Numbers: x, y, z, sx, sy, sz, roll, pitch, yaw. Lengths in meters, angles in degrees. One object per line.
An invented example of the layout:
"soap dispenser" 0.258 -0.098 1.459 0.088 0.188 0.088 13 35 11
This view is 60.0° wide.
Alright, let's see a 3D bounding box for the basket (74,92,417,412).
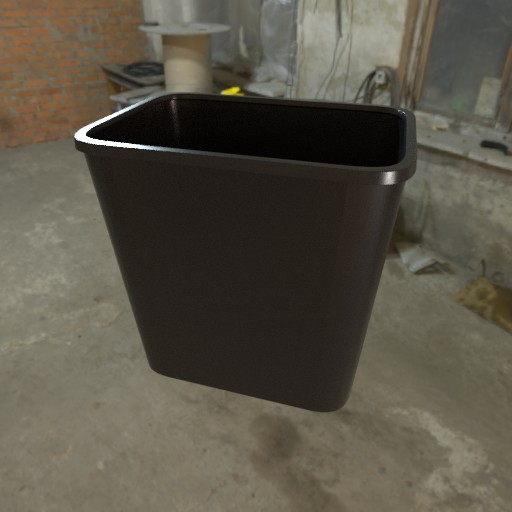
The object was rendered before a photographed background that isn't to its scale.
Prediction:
"basket" 0.000 0.000 0.511 0.300 0.307 0.211 9 33 14
